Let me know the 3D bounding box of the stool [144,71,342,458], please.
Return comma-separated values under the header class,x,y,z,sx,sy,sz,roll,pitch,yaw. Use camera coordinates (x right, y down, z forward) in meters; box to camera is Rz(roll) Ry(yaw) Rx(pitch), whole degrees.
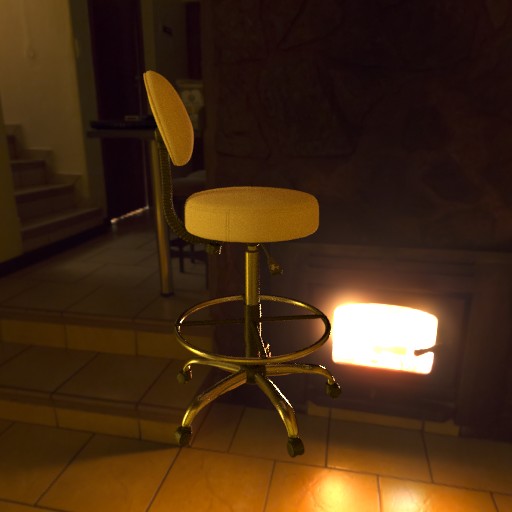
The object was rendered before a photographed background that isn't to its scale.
class,x,y,z,sx,sy,sz,roll,pitch,yaw
stool,0.000,0.000,1.423,0.616,1.080,0.609,-2,16,-8
